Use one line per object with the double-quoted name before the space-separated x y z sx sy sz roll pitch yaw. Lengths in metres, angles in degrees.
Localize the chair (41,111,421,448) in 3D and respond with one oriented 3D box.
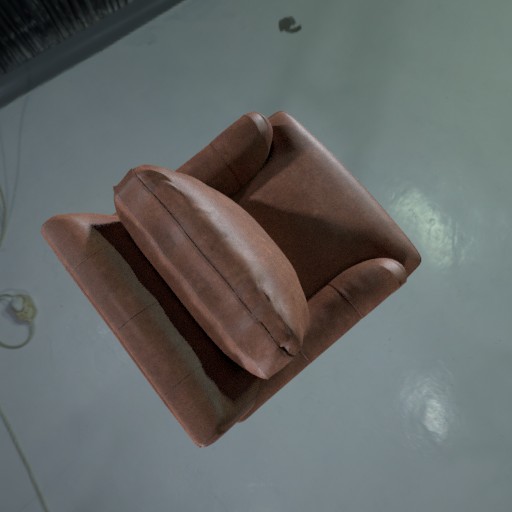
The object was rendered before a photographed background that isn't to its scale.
"chair" 0.000 0.000 1.910 1.158 1.055 0.986 -38 79 -9
